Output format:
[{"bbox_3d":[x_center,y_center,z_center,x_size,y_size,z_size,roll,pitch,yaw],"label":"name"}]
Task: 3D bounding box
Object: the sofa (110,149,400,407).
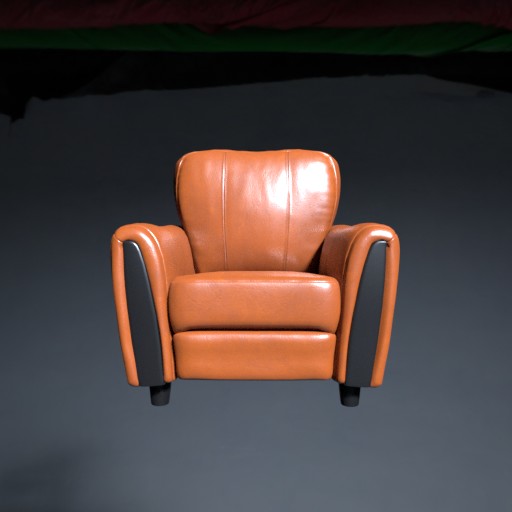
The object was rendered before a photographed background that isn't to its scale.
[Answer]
[{"bbox_3d":[0.000,0.000,1.593,0.836,0.876,0.789,0,-1,1],"label":"sofa"}]
